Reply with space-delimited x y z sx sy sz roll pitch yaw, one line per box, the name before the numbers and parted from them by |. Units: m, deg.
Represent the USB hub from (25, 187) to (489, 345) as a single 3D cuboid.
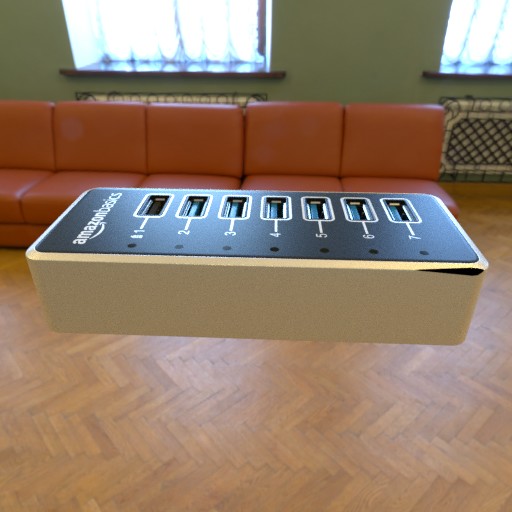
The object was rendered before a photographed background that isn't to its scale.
USB hub | 0.000 0.000 0.126 0.110 0.023 0.044 1 31 2
